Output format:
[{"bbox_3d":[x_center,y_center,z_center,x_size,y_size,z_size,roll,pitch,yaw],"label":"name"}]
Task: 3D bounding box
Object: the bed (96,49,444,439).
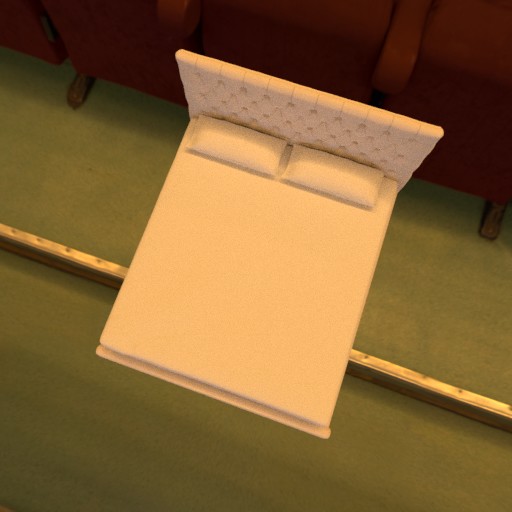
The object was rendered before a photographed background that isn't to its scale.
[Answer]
[{"bbox_3d":[0.000,0.000,3.664,2.078,1.427,2.387,19,76,5],"label":"bed"}]
